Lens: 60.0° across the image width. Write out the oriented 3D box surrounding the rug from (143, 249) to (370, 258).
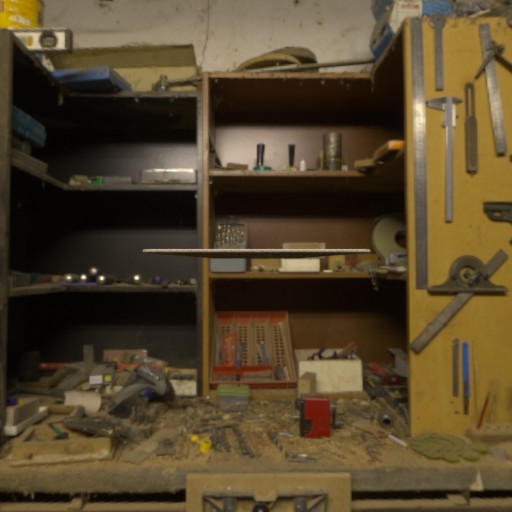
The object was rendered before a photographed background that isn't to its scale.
[{"bbox_3d":[0.000,0.000,2.700,0.769,0.012,2.448,0,-1,0],"label":"rug"}]
